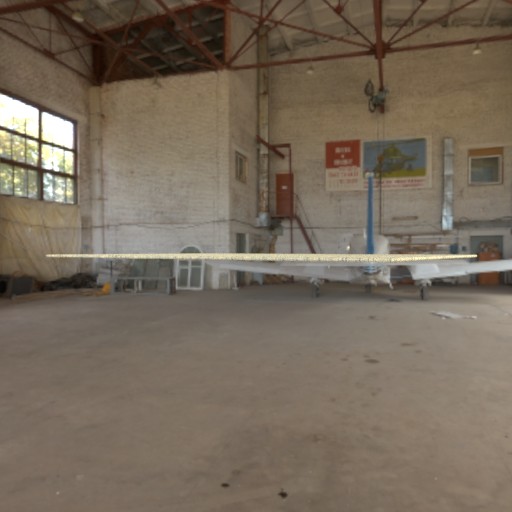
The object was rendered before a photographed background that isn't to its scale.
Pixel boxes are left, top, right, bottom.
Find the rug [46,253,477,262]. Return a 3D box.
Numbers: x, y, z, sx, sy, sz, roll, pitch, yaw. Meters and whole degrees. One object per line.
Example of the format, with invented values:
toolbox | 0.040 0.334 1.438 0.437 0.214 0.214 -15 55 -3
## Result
rug | 0.000 0.000 2.272 1.846 0.014 1.243 1 1 36
